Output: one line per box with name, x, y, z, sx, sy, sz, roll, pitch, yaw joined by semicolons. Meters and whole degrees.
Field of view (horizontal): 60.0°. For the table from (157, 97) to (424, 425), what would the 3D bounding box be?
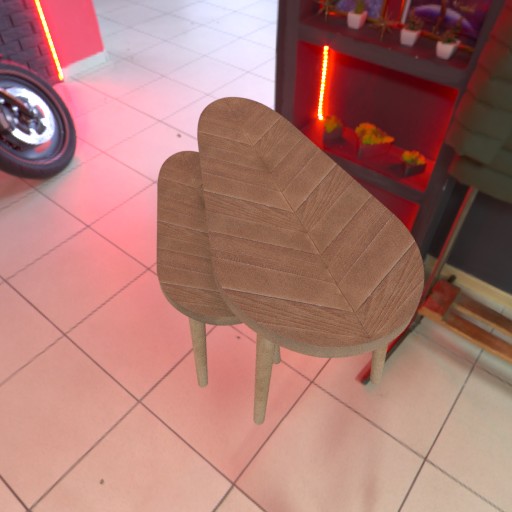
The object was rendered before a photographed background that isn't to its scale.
table;0.000;0.000;1.587;0.701;0.595;1.190;-14;49;-13
